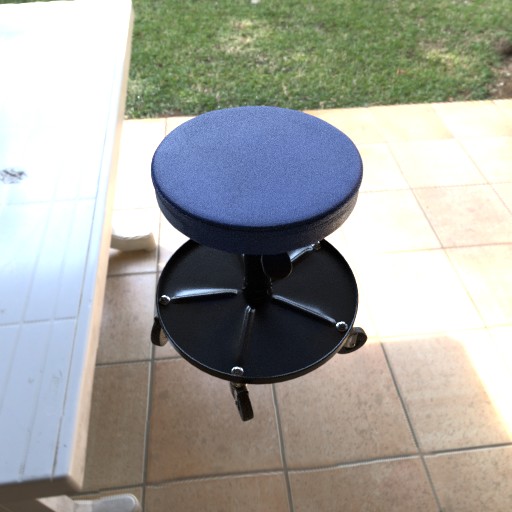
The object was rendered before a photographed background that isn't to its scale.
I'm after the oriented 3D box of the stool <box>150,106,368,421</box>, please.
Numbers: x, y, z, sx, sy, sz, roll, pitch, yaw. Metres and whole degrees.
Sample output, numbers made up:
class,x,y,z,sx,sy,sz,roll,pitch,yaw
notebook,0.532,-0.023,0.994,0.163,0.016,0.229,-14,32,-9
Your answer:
class,x,y,z,sx,sy,sz,roll,pitch,yaw
stool,0.000,0.000,0.697,0.381,0.365,0.382,-9,48,-8
